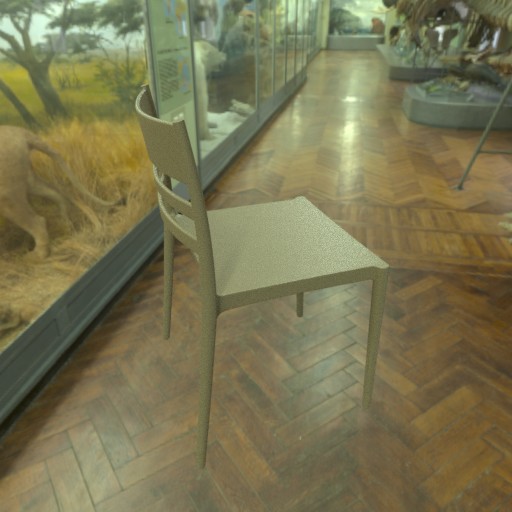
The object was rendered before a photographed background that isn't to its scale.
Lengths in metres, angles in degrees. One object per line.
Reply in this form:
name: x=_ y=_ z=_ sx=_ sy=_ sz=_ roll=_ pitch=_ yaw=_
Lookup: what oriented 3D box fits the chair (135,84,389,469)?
chair: x=0.000 y=0.000 z=1.147 sx=0.511 sy=0.800 sz=0.531 roll=-9 pitch=30 yaw=-17
